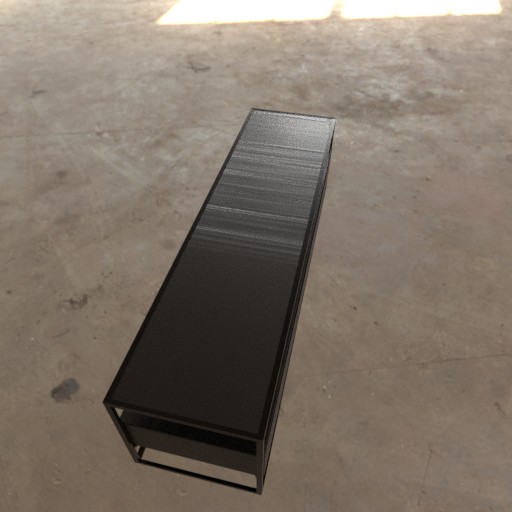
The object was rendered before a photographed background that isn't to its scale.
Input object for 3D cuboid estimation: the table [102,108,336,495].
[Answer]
[{"bbox_3d":[0.000,0.000,1.668,0.399,0.395,1.486,10,47,9],"label":"table"}]
